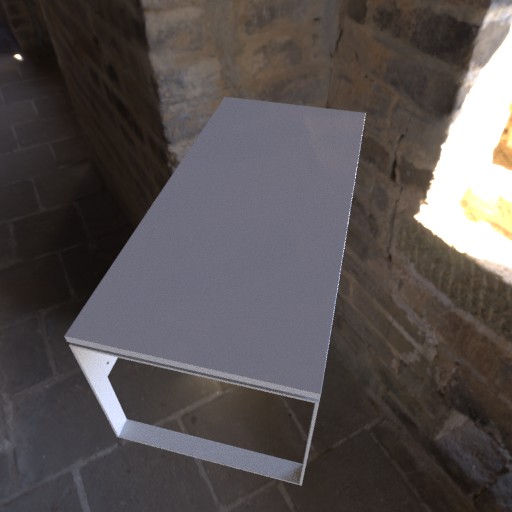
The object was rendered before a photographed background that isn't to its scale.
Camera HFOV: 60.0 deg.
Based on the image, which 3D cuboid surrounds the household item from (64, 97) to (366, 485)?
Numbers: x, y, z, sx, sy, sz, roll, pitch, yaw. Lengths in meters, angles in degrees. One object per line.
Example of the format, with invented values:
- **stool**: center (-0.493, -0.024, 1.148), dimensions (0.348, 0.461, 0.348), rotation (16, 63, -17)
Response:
- **household item**: center (0.000, 0.000, 2.153), dimensions (0.800, 0.745, 1.700), rotation (10, 46, 10)
